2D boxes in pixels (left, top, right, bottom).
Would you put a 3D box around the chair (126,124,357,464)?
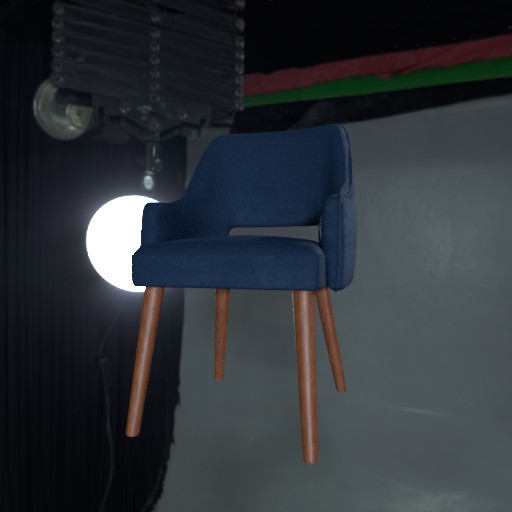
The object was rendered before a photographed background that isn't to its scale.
[{"bbox_3d":[0.000,0.000,1.244,0.559,0.844,0.591,0,0,19],"label":"chair"}]
